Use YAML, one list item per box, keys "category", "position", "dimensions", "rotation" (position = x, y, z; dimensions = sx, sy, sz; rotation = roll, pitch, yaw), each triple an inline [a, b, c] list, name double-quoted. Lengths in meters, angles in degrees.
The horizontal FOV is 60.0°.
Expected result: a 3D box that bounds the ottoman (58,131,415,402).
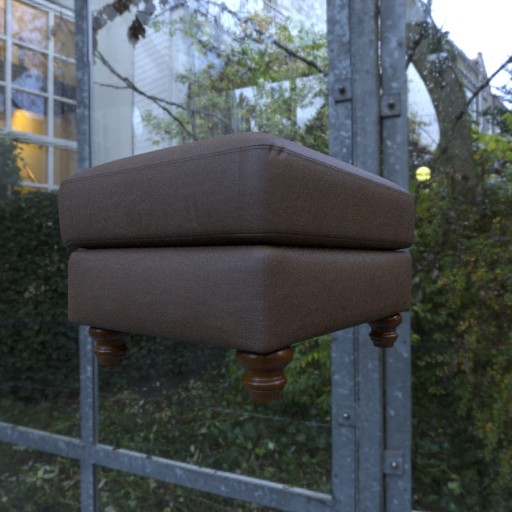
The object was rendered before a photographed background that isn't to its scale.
- category: "ottoman"
  position: [0.000, 0.000, 1.170]
  dimensions: [0.635, 0.508, 0.787]
  rotation: [0, 0, 37]
